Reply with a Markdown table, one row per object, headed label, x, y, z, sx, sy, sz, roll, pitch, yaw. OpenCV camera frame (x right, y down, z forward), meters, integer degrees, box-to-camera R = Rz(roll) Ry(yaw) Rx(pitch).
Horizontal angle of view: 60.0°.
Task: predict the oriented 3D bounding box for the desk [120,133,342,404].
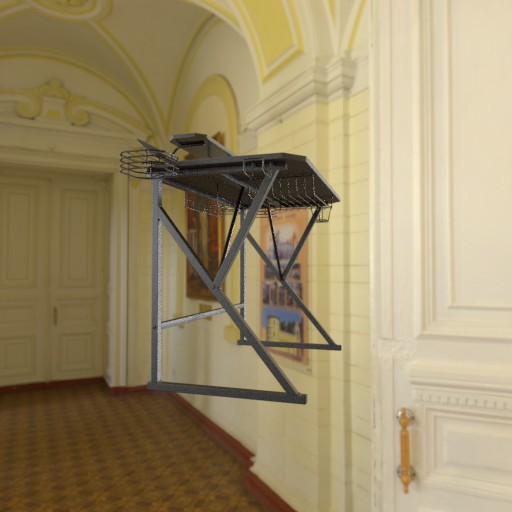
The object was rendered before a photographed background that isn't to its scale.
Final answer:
| label | x | y | z | sx | sy | sz | roll | pitch | yaw |
| --- | --- | --- | --- | --- | --- | --- | --- | --- | --- |
| desk | 0.000 | 0.000 | 1.792 | 0.580 | 0.880 | 1.290 | 0 | -1 | 18 |
